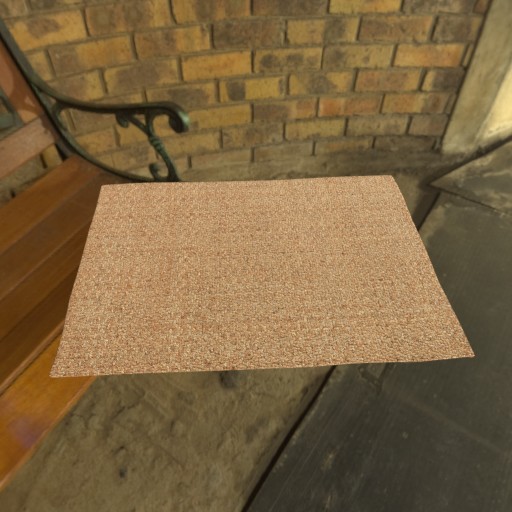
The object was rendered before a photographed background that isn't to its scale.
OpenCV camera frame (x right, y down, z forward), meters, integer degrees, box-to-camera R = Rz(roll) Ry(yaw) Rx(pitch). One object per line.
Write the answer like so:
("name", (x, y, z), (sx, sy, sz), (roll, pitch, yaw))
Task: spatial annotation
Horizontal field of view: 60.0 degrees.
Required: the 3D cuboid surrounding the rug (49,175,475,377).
("rug", (0.000, 0.000, 2.728), (2.141, 0.013, 1.566), (-3, 47, -3))
